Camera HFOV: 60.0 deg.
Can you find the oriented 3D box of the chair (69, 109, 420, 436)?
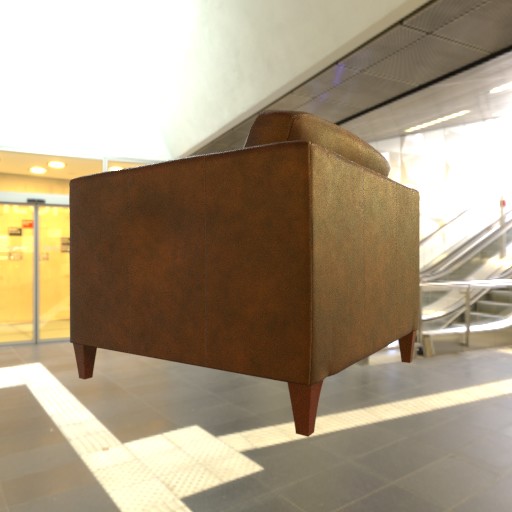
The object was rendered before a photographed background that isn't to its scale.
[{"bbox_3d":[0.000,0.000,1.696,0.975,0.864,0.990,0,0,34],"label":"chair"}]
